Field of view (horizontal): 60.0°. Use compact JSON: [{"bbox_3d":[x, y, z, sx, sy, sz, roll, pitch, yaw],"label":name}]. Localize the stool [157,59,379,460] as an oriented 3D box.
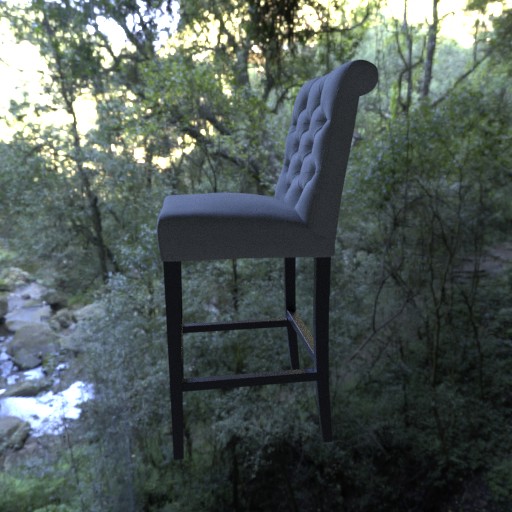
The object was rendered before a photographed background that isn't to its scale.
[{"bbox_3d":[0.000,0.000,1.453,0.601,1.140,0.493,-2,15,-9],"label":"stool"}]
